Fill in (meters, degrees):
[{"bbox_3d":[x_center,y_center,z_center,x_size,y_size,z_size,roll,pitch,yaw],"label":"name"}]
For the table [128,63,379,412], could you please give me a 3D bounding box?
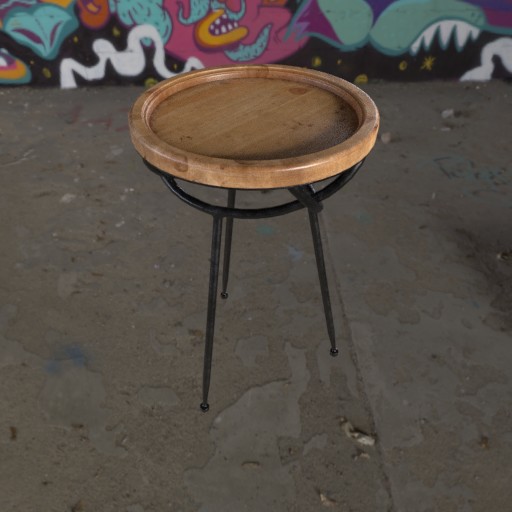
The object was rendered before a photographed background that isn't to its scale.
[{"bbox_3d":[0.000,0.000,0.952,0.418,0.664,0.414,12,43,13],"label":"table"}]
